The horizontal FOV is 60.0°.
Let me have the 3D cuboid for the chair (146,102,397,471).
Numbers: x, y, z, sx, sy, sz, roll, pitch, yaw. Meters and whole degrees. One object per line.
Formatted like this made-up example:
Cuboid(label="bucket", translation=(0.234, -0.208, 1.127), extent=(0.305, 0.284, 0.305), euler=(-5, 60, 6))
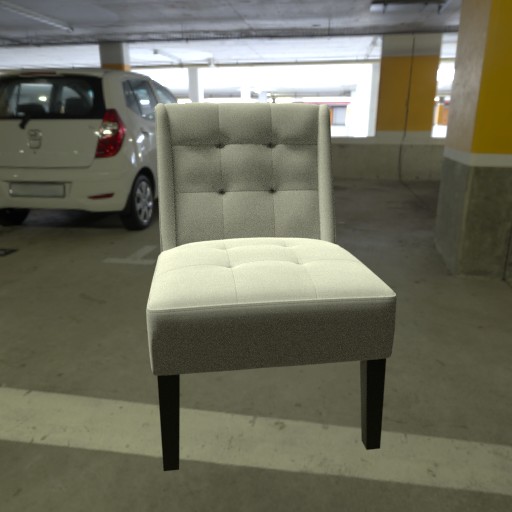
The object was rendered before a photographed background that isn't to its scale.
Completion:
Cuboid(label="chair", translation=(0.000, 0.000, 1.267), extent=(0.569, 0.853, 0.676), euler=(-2, 17, -8))
